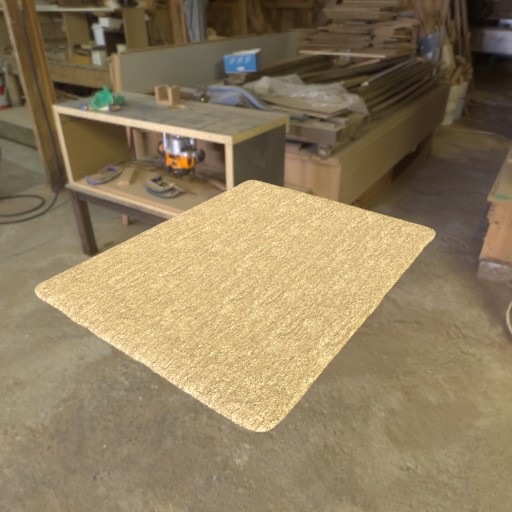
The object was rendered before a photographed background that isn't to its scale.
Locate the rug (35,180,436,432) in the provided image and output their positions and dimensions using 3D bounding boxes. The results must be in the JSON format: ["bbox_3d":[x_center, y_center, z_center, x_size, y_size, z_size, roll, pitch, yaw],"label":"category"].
[{"bbox_3d":[0.000,0.000,3.808,2.242,0.050,2.873,21,37,30],"label":"rug"}]
